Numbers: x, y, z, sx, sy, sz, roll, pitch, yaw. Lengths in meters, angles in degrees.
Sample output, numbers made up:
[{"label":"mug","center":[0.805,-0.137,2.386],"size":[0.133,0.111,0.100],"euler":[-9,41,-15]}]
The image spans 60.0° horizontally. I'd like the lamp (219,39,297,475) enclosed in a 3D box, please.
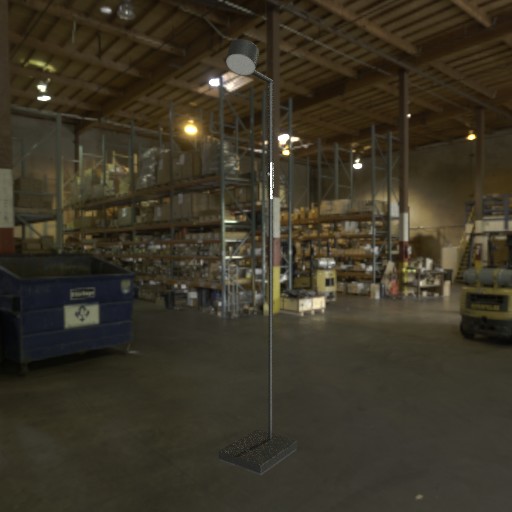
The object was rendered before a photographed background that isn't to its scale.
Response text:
[{"label":"lamp","center":[0.000,0.000,1.752],"size":[0.203,1.600,0.304],"euler":[0,1,36]}]
